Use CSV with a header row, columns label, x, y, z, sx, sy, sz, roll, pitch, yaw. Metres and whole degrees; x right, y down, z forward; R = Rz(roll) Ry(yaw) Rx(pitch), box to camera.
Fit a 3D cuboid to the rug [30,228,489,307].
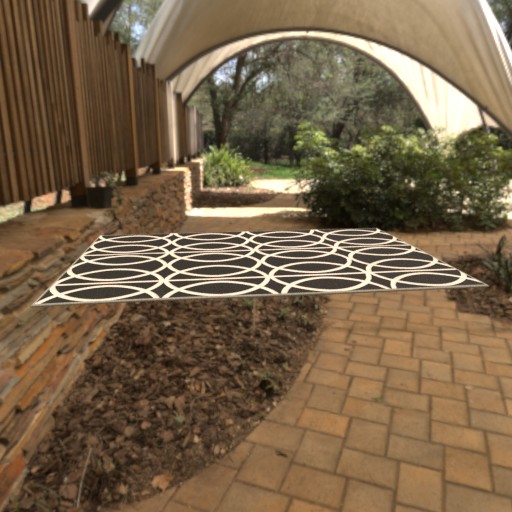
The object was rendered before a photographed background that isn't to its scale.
label,x,y,z,sx,sy,sz,roll,pitch,yaw
rug,0.000,0.000,2.909,2.294,0.014,1.528,-2,15,-7
